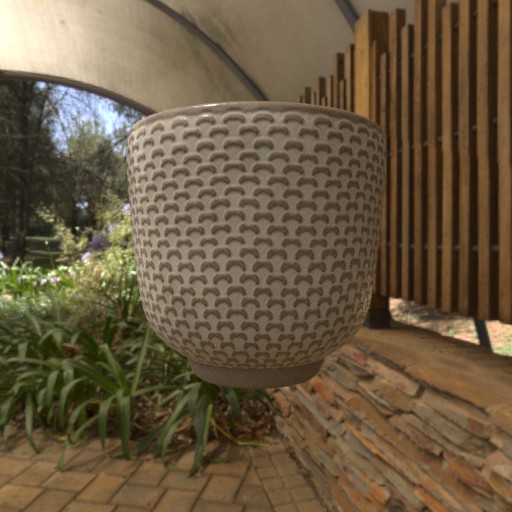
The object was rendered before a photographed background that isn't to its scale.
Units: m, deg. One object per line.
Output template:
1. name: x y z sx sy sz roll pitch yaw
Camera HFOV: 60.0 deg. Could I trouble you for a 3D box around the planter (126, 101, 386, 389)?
1. planter: 0.000 0.000 0.308 0.173 0.160 0.173 0 1 0
